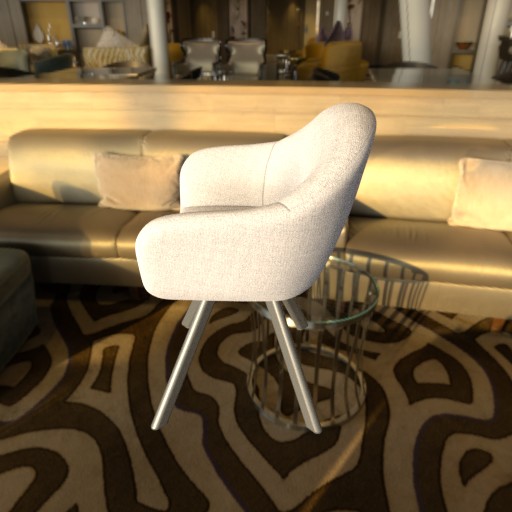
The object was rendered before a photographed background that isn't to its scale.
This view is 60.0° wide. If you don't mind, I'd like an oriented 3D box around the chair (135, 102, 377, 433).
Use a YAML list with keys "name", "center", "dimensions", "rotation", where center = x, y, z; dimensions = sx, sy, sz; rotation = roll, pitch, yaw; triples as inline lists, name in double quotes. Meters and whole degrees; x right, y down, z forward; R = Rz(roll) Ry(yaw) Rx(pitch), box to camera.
- name: "chair"
  center: [0.000, 0.000, 1.212]
  dimensions: [0.550, 0.795, 0.590]
  rotation: [1, 27, 1]
